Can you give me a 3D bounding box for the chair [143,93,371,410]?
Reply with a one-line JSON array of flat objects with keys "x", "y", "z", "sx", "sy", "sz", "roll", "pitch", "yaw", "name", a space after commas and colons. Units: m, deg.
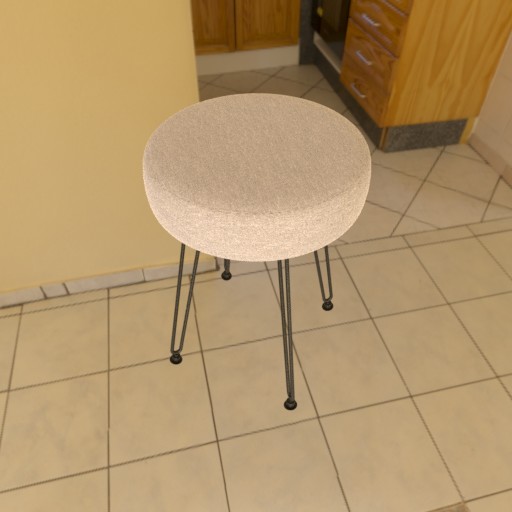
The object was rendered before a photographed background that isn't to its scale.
[{"x": 0.000, "y": 0.000, "z": 0.726, "sx": 0.350, "sy": 0.440, "sz": 0.350, "roll": -17, "pitch": 48, "yaw": -16, "name": "chair"}]
